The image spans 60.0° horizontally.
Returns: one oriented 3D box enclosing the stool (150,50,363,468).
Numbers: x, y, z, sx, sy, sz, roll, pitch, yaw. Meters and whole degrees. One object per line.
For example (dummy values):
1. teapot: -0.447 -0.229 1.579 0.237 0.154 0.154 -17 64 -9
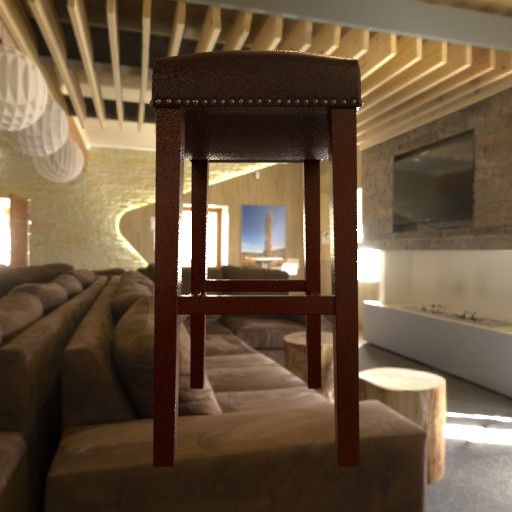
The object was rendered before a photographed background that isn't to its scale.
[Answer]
1. stool: 0.000 0.000 1.014 0.372 0.742 0.504 0 1 0
